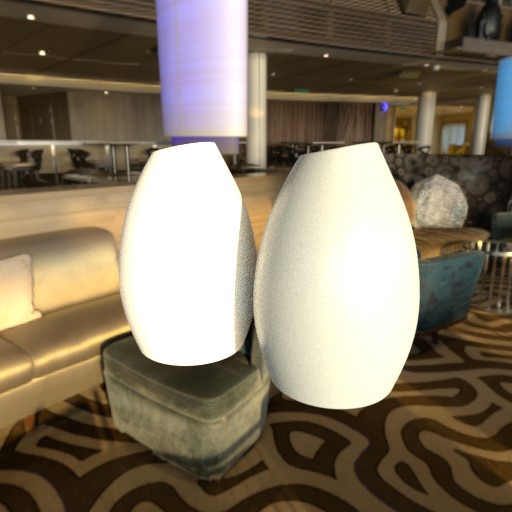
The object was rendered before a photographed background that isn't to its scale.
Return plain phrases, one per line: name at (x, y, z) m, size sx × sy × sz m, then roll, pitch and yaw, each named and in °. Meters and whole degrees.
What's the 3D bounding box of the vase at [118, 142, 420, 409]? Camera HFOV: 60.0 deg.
vase at (0.000, 0.000, 0.264) m, size 0.187 × 0.131 × 0.089 m, roll 7°, pitch 16°, yaw 27°
